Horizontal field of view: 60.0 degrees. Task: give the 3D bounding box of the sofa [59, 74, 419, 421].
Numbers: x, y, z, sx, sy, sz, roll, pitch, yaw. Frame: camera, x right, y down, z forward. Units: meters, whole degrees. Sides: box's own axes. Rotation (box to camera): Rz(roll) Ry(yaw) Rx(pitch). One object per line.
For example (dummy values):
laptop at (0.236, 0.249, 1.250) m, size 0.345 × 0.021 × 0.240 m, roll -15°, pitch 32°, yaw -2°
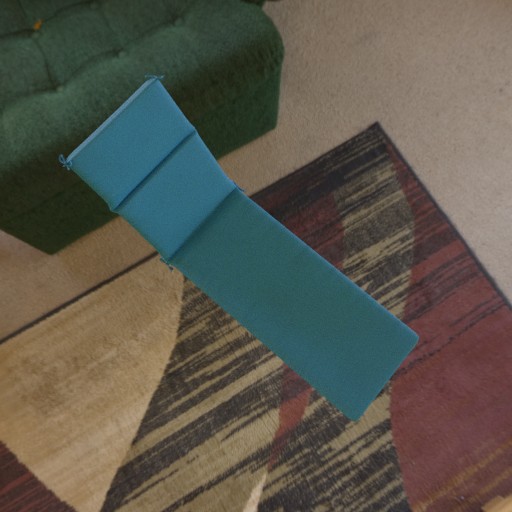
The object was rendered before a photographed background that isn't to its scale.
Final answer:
sofa at (0.000, 0.000, 1.979) m, size 1.663 × 0.622 × 0.582 m, roll 40°, pitch 80°, yaw 9°
